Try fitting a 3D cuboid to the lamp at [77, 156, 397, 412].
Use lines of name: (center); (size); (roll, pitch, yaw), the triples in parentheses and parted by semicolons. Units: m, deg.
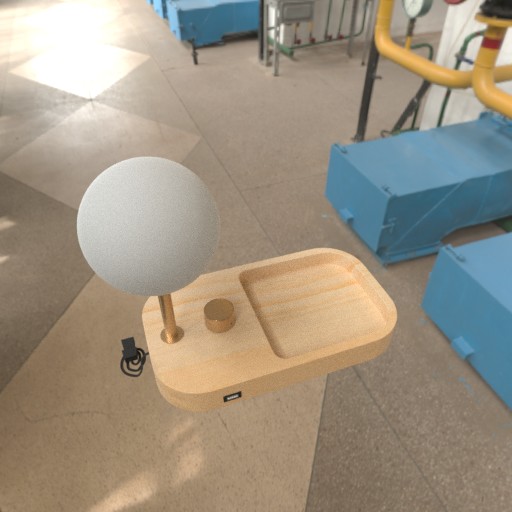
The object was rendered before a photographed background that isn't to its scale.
lamp: (0.000, 0.000, 0.471); (0.331, 0.253, 0.173); (-13, 42, -15)
